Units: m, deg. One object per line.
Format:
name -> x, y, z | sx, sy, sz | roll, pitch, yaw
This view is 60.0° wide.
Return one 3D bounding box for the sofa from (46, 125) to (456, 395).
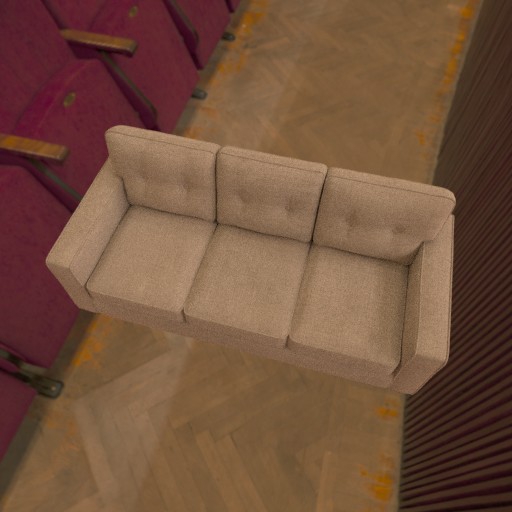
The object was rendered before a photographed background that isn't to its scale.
sofa -> 0.000, 0.000, 2.596 | 2.133, 0.965, 0.939 | 13, 59, 8
